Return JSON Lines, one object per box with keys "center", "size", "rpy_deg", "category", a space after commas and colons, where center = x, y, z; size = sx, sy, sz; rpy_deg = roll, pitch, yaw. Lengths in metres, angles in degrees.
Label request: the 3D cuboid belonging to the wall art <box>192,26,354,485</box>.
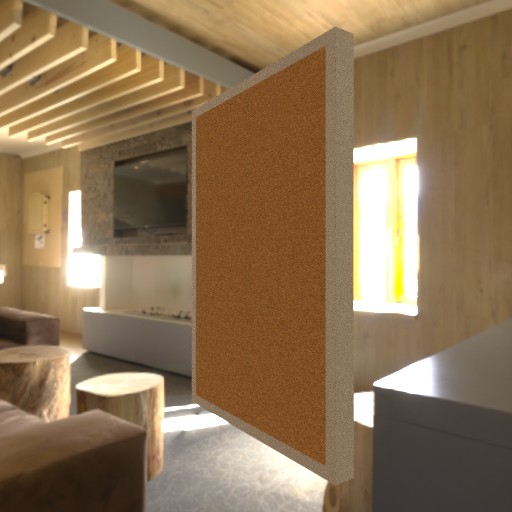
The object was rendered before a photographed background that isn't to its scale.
{"center": [0.000, 0.000, 0.829], "size": [0.038, 0.657, 0.450], "rpy_deg": [0, 0, -35], "category": "wall art"}
